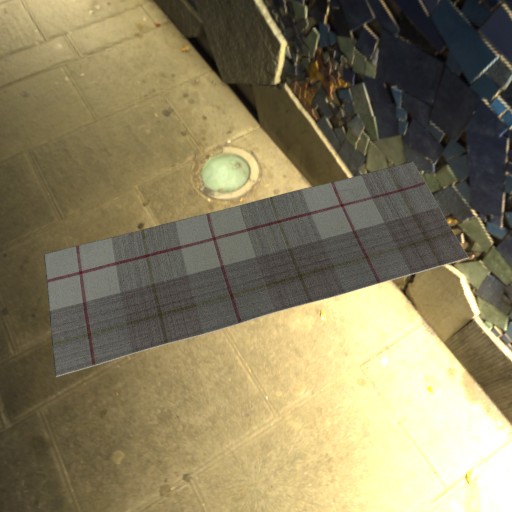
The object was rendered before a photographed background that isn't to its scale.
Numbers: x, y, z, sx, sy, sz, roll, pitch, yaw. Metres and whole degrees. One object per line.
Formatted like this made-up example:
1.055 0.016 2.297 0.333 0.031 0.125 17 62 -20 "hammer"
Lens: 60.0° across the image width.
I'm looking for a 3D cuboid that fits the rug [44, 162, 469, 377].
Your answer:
0.000 0.000 2.666 2.439 0.013 0.762 -15 64 -8 "rug"
